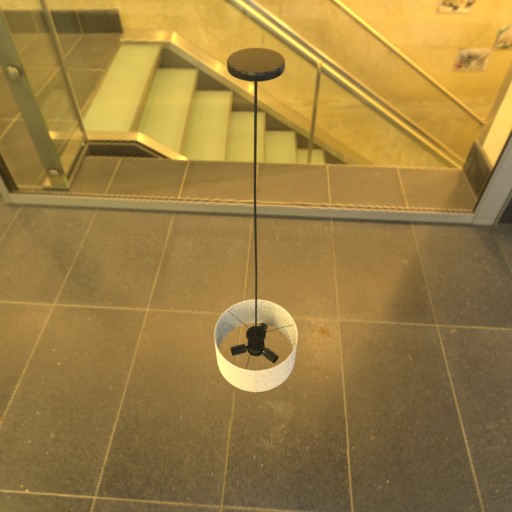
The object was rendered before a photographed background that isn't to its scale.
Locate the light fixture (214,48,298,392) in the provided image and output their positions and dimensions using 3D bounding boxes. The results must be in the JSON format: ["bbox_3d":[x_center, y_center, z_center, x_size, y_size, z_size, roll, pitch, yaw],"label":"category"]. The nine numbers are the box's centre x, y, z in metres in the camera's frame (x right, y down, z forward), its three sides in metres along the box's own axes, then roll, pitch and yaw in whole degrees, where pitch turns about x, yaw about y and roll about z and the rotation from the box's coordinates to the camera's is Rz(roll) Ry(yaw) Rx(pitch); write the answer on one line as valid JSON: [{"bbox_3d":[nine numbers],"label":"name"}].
[{"bbox_3d":[0.000,0.000,1.713,0.399,1.516,0.399,0,48,0],"label":"light fixture"}]
